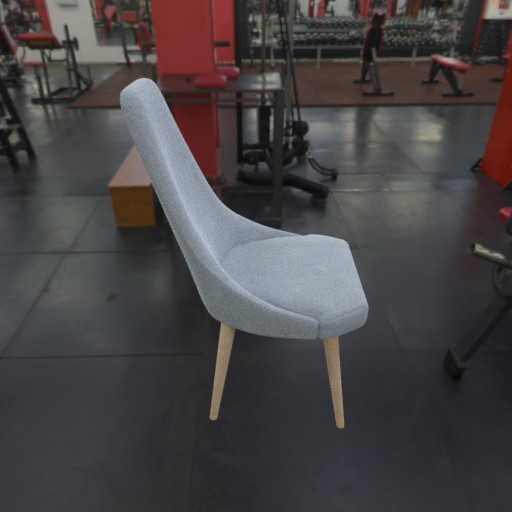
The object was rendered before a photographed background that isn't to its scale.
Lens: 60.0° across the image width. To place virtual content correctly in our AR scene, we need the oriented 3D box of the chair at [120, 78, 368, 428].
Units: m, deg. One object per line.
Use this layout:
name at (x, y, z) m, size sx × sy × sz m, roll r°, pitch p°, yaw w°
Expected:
chair at (0.000, 0.000, 1.409) m, size 0.660 × 1.040 × 0.510 m, roll 0°, pitch 31°, yaw 1°
